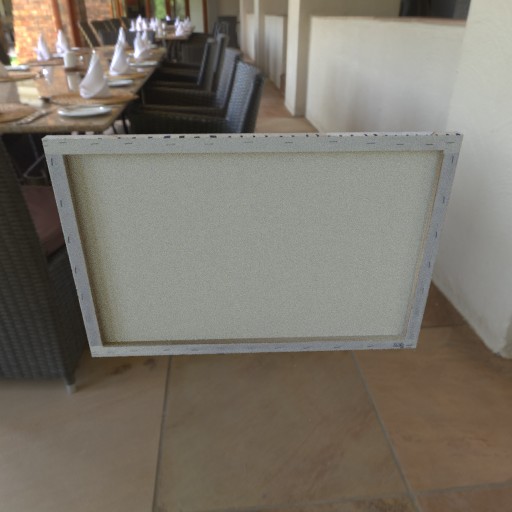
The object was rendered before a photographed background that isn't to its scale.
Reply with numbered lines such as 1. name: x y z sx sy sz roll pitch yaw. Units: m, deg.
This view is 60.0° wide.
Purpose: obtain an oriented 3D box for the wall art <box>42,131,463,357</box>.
1. wall art: 0.000 0.000 1.398 1.143 0.757 0.038 -1 29 -2
